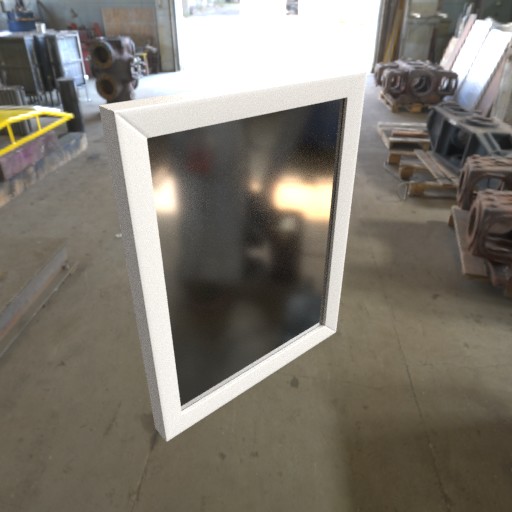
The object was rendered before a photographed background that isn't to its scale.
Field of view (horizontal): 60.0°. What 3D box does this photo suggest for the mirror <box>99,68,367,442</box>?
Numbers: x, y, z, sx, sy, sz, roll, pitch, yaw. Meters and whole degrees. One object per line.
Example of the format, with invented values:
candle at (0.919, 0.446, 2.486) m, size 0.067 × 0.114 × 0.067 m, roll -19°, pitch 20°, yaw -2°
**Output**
mirror at (0.000, 0.000, 0.694) m, size 0.405 × 0.508 × 0.041 m, roll -24°, pitch 38°, yaw -34°
